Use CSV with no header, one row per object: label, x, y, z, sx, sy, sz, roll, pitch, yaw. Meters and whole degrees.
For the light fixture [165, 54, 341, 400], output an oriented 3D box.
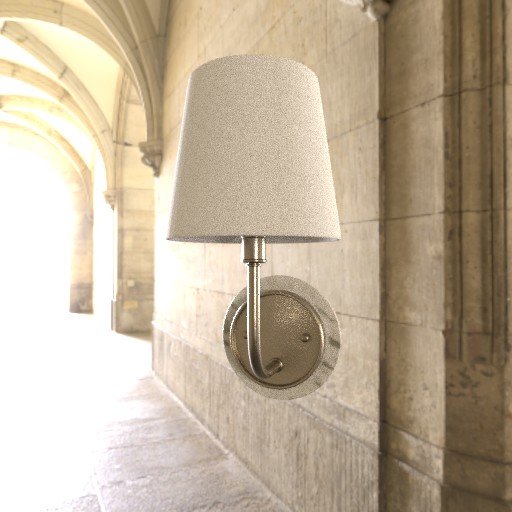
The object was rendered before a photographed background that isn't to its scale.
light fixture,0.000,0.000,0.441,0.168,0.337,0.188,0,-1,18
